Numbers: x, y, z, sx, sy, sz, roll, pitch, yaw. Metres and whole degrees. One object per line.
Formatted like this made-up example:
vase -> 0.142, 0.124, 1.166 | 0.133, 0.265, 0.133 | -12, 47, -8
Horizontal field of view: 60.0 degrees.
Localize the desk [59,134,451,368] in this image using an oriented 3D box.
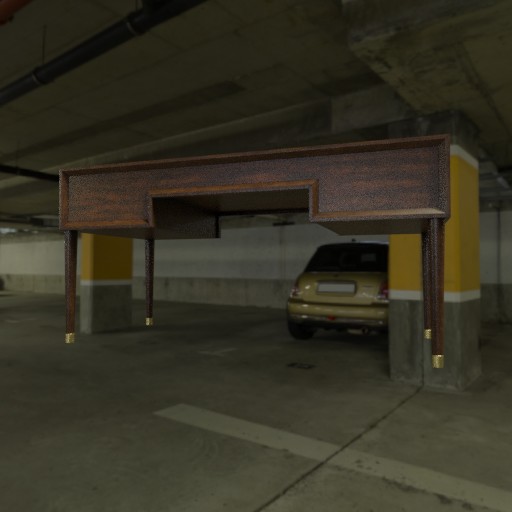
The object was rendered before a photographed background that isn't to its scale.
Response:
desk -> 0.000, 0.000, 2.025 | 1.575, 0.762, 0.724 | -1, -2, 19
